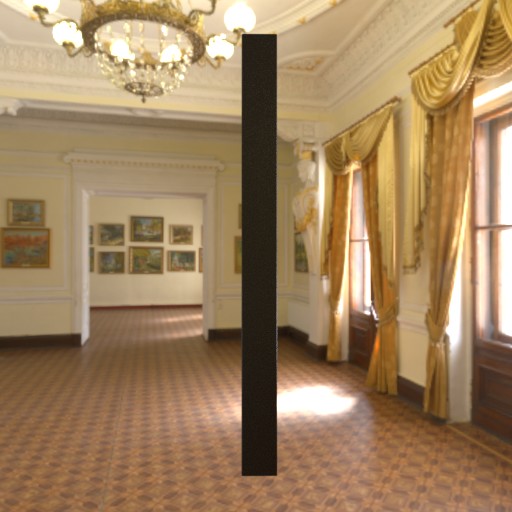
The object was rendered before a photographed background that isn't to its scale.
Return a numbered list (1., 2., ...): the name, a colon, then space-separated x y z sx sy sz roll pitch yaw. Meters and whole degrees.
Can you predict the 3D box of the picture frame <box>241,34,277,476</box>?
1. picture frame: 0.000 0.000 0.531 0.029 0.353 0.355 0 -1 -1
